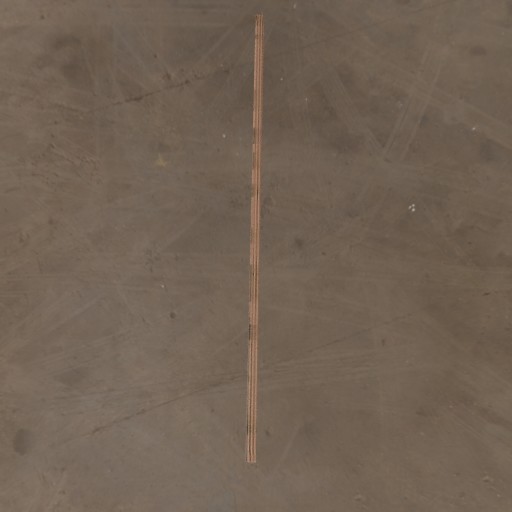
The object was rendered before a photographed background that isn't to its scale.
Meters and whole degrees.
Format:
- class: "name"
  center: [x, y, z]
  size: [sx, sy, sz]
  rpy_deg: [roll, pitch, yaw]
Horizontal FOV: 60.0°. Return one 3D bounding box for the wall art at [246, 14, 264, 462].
- class: "wall art"
  center: [0.000, 0.000, 0.679]
  size: [0.010, 0.408, 0.508]
  rpy_deg: [1, 75, 0]
